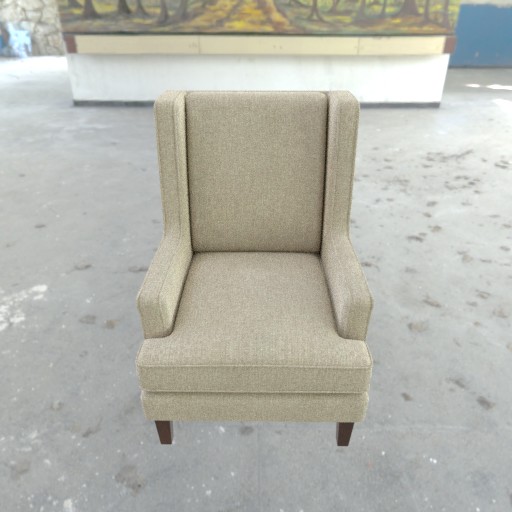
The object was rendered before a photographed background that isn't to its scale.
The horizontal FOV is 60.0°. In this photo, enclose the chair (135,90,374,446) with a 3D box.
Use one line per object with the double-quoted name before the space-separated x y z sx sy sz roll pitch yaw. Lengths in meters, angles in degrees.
"chair" 0.000 0.000 1.708 0.764 1.082 0.948 0 30 1
